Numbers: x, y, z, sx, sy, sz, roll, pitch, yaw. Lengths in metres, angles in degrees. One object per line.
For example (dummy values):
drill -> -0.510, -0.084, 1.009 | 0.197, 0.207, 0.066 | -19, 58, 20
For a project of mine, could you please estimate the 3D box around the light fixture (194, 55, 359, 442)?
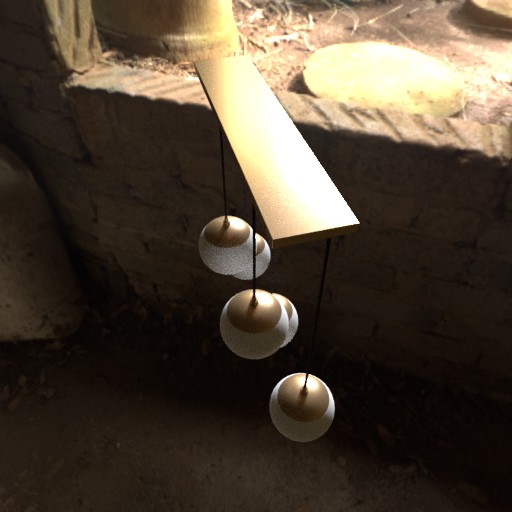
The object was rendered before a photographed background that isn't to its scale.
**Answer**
light fixture -> 0.000, 0.000, 1.317 | 0.299, 0.869, 0.863 | -11, 47, -11
